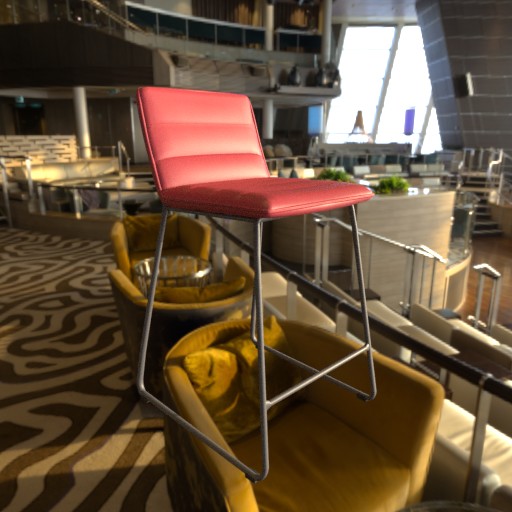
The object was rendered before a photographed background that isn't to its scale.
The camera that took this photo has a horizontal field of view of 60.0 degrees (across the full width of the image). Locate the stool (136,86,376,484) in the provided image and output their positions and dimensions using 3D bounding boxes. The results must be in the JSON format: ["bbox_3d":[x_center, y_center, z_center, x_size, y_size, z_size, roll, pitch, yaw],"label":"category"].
[{"bbox_3d":[0.000,0.000,1.186,0.489,0.866,0.524,-14,21,-42],"label":"stool"}]
